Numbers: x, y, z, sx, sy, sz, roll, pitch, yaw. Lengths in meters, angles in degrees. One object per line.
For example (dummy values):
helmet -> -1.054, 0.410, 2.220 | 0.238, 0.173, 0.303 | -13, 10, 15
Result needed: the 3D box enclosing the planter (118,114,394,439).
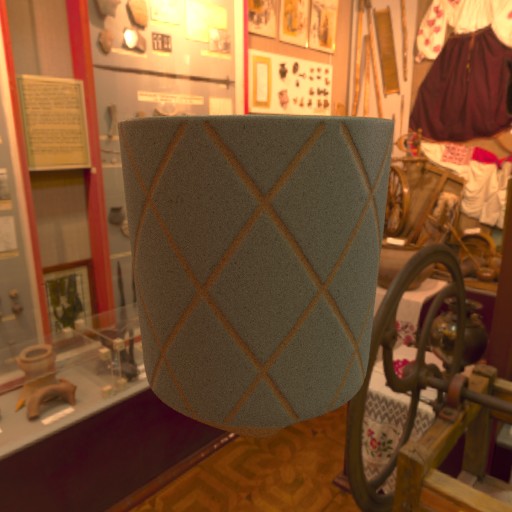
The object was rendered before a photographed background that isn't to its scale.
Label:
planter -> 0.000, 0.000, 0.343 | 0.191, 0.200, 0.191 | 0, 15, 0
